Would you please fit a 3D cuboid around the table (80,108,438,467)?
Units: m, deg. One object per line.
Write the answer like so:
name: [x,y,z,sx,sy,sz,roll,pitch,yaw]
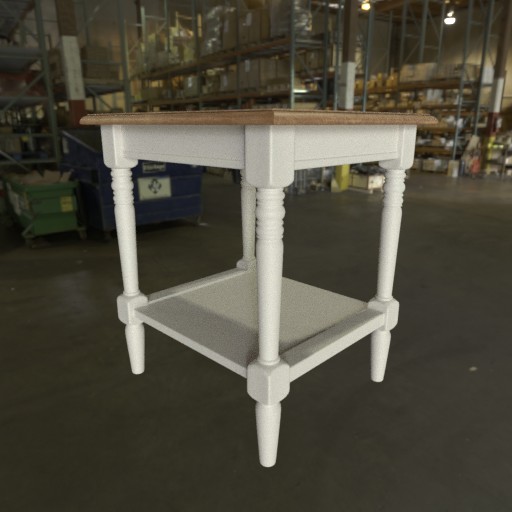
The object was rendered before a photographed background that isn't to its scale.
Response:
table: [0.000,0.000,0.920,0.508,0.561,0.457,16,23,42]
